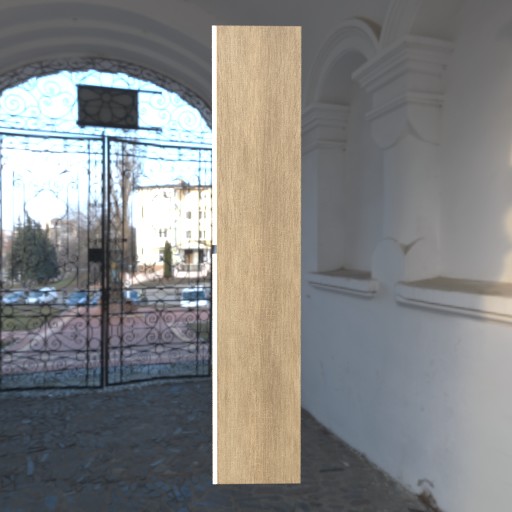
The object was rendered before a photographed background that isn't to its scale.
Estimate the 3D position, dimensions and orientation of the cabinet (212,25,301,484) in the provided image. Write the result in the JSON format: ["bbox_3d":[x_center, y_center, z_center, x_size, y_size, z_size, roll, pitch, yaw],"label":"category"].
[{"bbox_3d":[0.000,0.000,1.506,0.270,1.400,0.300,0,1,-1],"label":"cabinet"}]
